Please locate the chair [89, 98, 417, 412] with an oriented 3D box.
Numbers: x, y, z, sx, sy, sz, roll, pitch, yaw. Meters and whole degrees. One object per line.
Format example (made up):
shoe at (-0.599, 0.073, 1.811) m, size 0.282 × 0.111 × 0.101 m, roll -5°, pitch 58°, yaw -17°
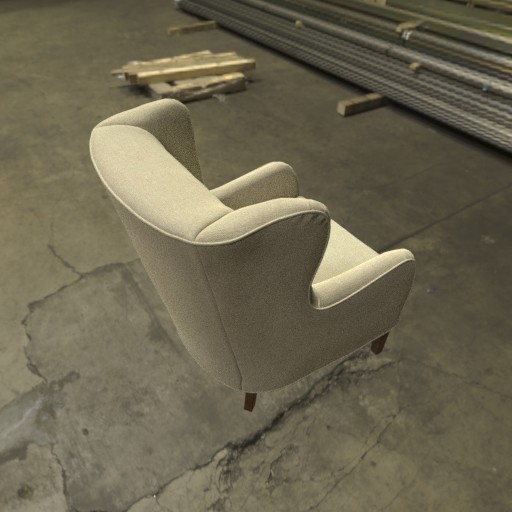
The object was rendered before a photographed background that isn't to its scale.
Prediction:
chair at (0.000, 0.000, 1.712) m, size 0.966 × 1.040 × 0.838 m, roll -24°, pitch 47°, yaw -25°
